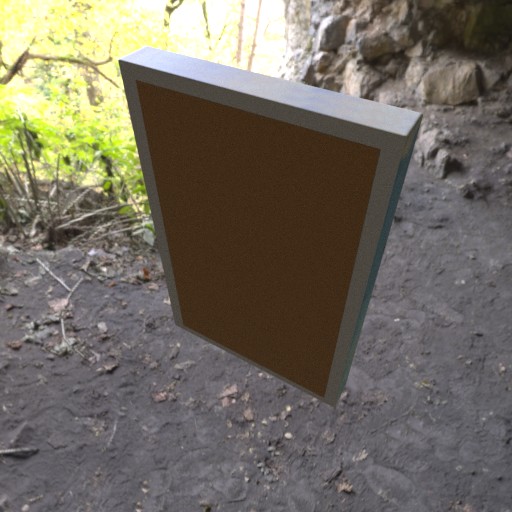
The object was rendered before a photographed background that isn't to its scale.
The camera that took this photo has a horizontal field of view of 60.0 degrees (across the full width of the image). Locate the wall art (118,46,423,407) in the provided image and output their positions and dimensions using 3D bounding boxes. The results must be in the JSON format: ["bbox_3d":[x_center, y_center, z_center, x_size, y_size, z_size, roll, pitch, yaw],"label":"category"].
[{"bbox_3d":[0.000,0.000,0.478,0.251,0.380,0.039,23,49,21],"label":"wall art"}]
